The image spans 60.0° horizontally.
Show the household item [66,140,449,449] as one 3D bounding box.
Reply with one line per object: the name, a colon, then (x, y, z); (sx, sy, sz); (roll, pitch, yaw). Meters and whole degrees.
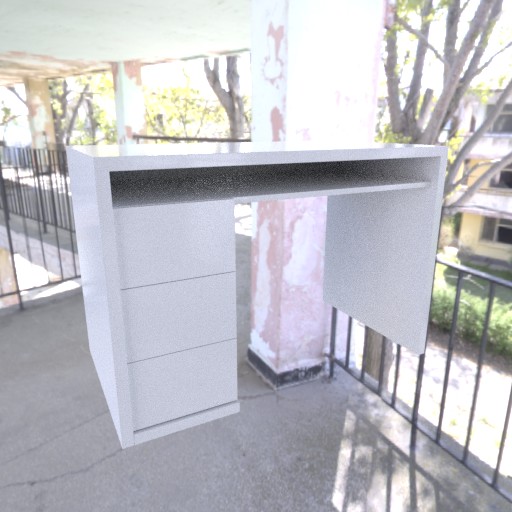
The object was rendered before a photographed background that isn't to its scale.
household item: (0.000, 0.000, 1.552); (1.100, 0.749, 0.597); (-8, 18, -26)
